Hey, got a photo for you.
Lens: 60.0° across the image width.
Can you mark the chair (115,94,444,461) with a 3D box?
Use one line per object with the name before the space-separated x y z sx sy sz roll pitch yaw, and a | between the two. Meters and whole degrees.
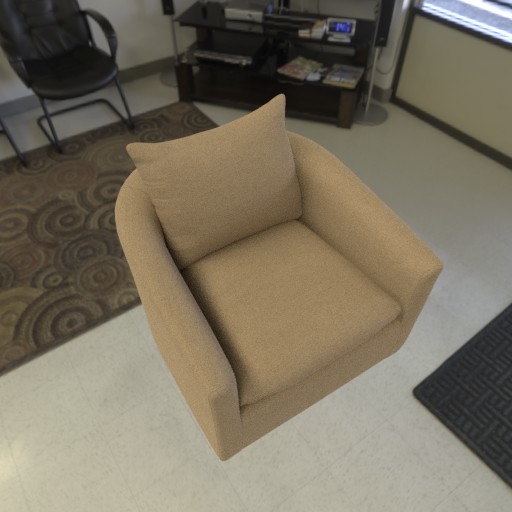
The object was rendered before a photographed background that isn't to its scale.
chair | 0.000 0.000 1.589 0.845 0.848 0.910 -25 52 -21
